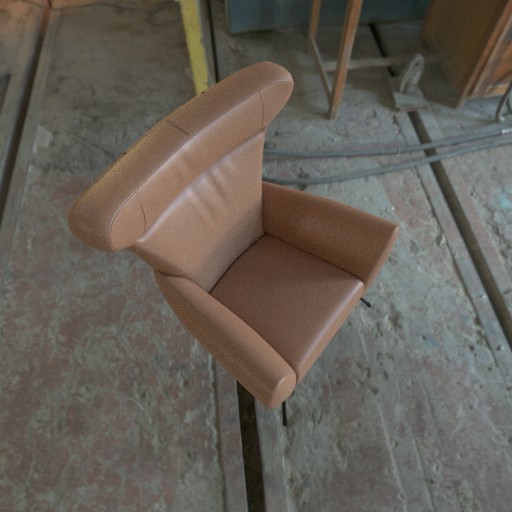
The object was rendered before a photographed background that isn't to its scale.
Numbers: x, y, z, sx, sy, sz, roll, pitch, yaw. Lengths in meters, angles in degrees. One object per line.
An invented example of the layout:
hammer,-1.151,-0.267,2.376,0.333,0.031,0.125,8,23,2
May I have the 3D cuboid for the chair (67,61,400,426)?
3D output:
chair,0.000,0.000,1.800,0.900,1.050,0.980,34,64,19
